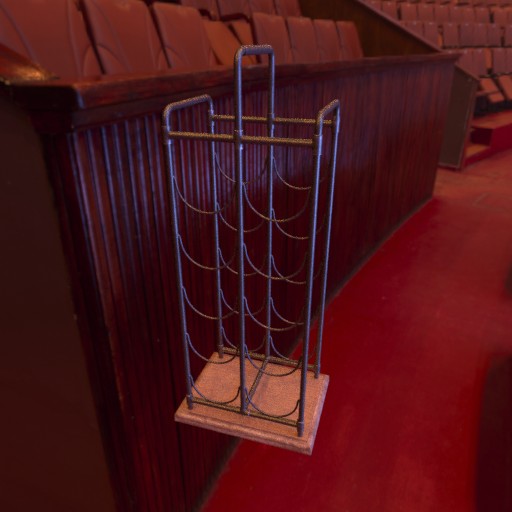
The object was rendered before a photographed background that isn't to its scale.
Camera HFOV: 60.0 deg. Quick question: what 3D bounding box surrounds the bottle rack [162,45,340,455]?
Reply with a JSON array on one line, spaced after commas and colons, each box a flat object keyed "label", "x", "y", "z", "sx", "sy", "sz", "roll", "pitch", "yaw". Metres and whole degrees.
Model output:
[{"label": "bottle rack", "x": 0.000, "y": 0.000, "z": 0.791, "sx": 0.276, "sy": 0.680, "sz": 0.208, "roll": 8, "pitch": 27, "yaw": 16}]
